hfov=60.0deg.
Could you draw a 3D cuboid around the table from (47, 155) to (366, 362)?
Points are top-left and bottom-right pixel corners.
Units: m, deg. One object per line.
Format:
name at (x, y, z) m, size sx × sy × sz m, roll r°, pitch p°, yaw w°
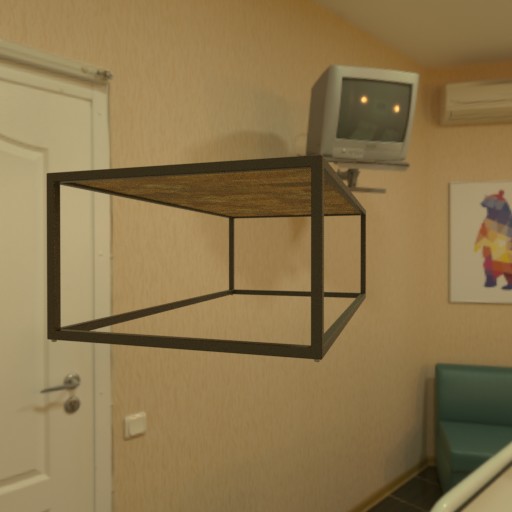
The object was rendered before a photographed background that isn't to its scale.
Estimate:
table at (0.000, 0.000, 1.513) m, size 0.649 × 0.398 × 1.199 m, roll 0°, pitch 1°, yaw 18°
